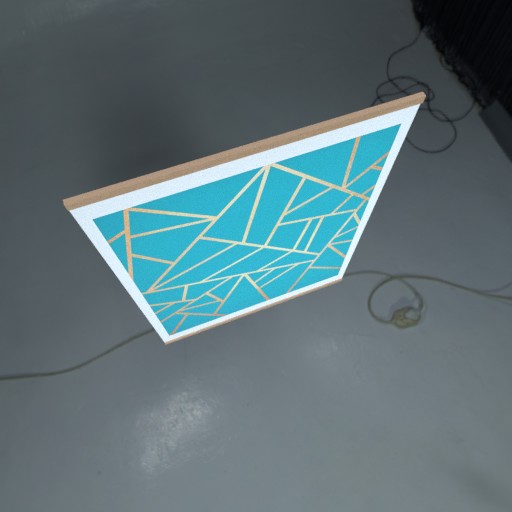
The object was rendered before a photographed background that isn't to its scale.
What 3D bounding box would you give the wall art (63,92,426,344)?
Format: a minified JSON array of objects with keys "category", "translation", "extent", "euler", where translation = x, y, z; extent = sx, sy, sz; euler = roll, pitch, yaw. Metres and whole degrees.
[{"category":"wall art","translation":[0.000,0.000,1.333],"extent":[0.758,1.016,0.013],"euler":[-19,66,-9]}]
